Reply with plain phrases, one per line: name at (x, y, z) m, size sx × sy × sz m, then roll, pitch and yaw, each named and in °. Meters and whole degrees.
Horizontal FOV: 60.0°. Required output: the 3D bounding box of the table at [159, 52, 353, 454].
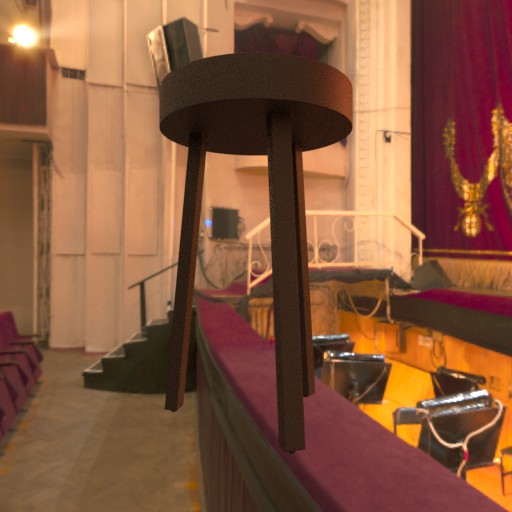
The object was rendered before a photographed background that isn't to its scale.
table at (0.000, 0.000, 0.950) m, size 0.406 × 0.686 × 0.406 m, roll 0°, pitch -1°, yaw -18°
